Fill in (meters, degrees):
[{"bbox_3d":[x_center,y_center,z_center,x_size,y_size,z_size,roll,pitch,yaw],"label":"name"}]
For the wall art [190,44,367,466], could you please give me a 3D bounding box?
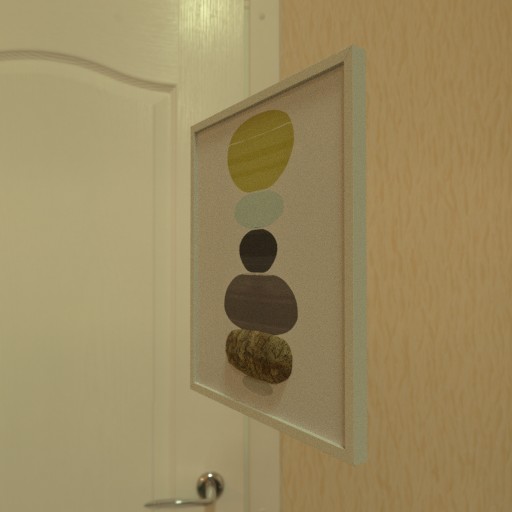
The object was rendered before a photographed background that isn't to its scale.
[{"bbox_3d":[0.000,0.000,1.052,0.055,0.763,0.611,1,-1,-37],"label":"wall art"}]
